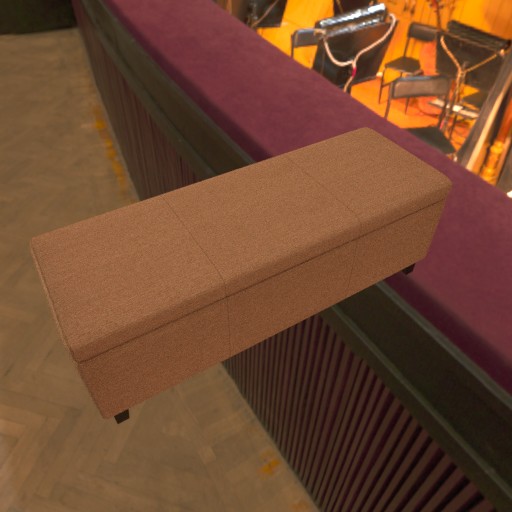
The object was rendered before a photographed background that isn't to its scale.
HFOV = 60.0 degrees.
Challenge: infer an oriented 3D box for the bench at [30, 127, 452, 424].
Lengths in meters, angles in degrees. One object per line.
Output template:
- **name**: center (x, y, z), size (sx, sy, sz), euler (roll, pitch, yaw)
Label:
- **bench**: center (0.000, 0.000, 1.486), size (1.269, 0.438, 0.446), euler (-23, 49, -22)
